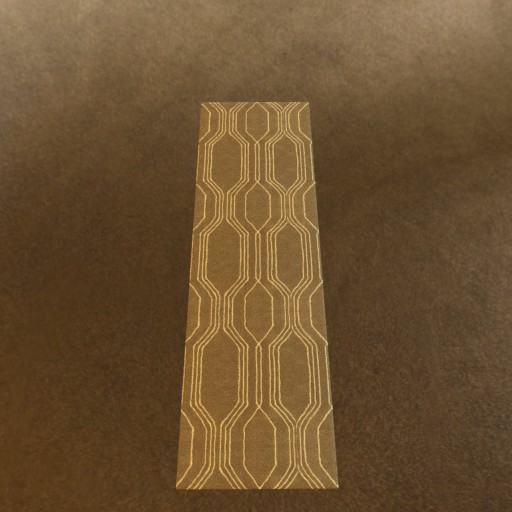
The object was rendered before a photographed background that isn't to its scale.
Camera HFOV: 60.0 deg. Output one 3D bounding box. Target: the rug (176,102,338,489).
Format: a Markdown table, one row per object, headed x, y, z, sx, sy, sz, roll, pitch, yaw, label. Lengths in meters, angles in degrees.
| x | y | z | sx | sy | sz | roll | pitch | yaw | label |
| --- | --- | --- | --- | --- | --- | --- | --- | --- | --- |
| 0.000 | 0.000 | 2.649 | 0.773 | 0.012 | 2.464 | 0 | 64 | 0 | rug |
